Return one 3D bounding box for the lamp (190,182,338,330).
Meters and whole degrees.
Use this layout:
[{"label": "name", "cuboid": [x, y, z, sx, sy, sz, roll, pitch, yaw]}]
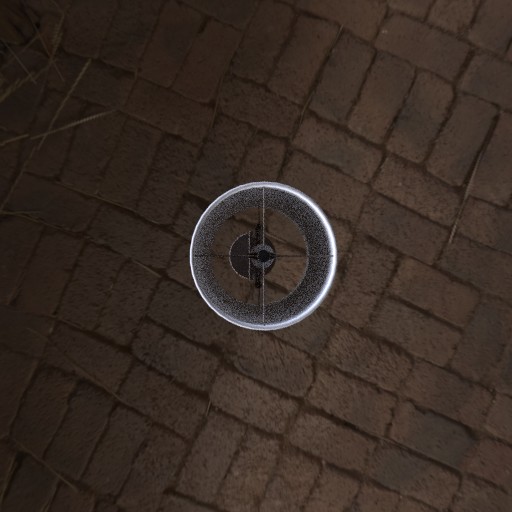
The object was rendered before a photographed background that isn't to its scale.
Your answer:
[{"label": "lamp", "cuboid": [0.000, 0.000, 1.661, 0.305, 1.500, 0.306, 0, 90, -1]}]
